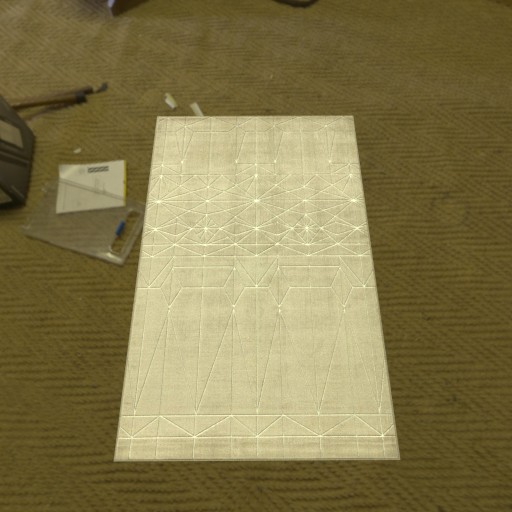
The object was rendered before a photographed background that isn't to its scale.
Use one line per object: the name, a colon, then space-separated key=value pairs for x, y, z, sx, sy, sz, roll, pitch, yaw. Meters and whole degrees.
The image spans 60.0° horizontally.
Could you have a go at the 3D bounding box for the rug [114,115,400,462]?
rug: x=0.000 y=0.000 z=2.905 sx=1.524 sy=0.012 sz=2.438 roll=0 pitch=63 yaw=0
